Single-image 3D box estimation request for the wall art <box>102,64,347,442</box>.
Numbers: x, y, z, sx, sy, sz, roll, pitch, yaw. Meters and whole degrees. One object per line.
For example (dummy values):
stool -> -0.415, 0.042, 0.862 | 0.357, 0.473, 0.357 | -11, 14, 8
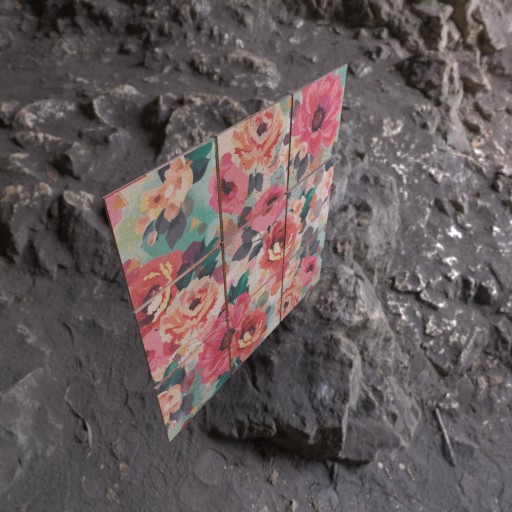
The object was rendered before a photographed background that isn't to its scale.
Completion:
wall art -> 0.000, 0.000, 2.283 | 0.013, 1.519, 1.521 | 26, 48, 27
